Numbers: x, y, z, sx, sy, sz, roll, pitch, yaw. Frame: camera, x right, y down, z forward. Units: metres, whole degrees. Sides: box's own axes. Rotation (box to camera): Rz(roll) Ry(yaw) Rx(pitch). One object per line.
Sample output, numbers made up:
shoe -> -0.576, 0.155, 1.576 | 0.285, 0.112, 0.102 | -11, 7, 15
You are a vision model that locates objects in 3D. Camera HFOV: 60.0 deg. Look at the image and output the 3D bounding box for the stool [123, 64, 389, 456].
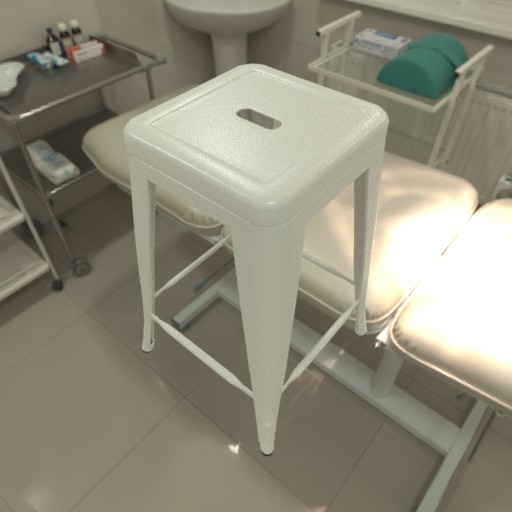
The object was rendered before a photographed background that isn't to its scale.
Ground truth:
stool -> 0.000, 0.000, 0.888 | 0.406, 0.610, 0.406 | 31, 54, 26
